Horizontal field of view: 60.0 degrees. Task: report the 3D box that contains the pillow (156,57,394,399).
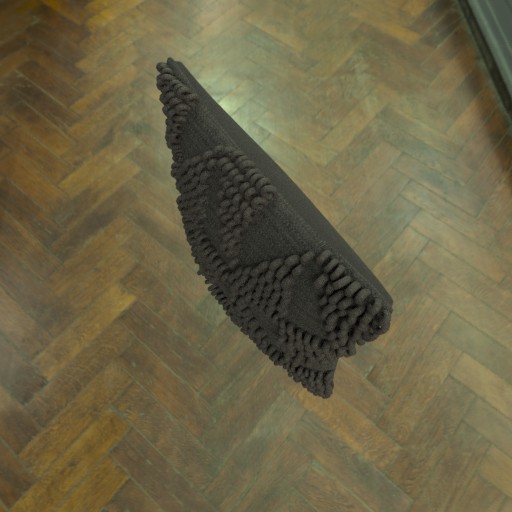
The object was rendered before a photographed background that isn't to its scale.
[{"bbox_3d":[0.000,0.000,0.726,0.172,0.467,0.470,-32,67,-15],"label":"pillow"}]
